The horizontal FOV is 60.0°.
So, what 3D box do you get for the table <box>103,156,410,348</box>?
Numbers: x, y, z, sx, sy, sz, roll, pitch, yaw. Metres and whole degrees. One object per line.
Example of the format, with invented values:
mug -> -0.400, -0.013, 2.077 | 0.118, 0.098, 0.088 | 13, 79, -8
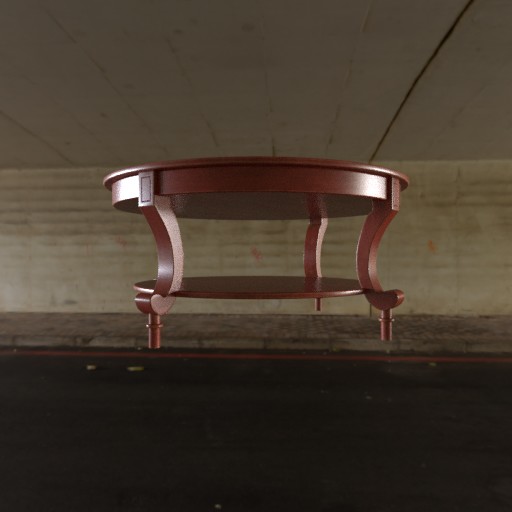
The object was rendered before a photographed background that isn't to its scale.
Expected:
table -> 0.000, 0.000, 1.571 | 1.029, 0.486, 1.029 | 0, 0, 0
